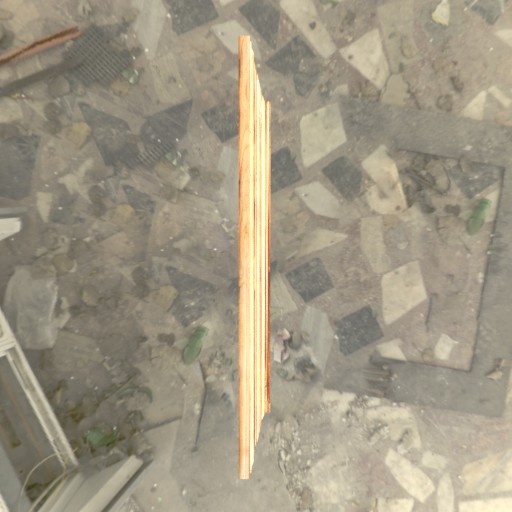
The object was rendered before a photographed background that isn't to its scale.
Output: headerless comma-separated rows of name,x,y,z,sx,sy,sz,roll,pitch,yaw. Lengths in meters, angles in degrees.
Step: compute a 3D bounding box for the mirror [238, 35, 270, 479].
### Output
mirror,0.000,0.000,1.206,0.061,0.804,0.804,0,91,0
